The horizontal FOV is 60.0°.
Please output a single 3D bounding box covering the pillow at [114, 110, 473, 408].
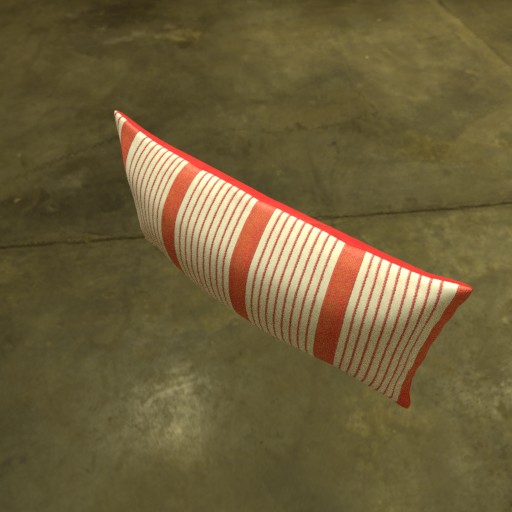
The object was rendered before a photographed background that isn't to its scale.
[{"bbox_3d":[0.000,0.000,0.714,0.608,0.297,0.151,30,54,25],"label":"pillow"}]
